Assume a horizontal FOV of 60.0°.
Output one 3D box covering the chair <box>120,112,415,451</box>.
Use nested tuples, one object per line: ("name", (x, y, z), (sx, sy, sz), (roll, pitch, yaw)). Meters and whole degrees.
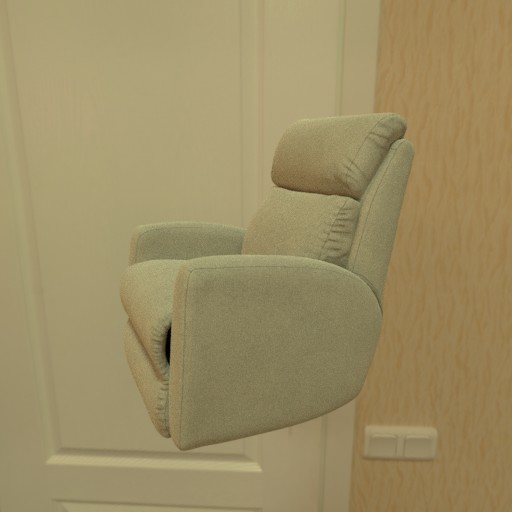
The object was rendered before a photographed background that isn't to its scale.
("chair", (0.000, 0.000, 1.664), (0.940, 1.021, 0.794), (-7, 16, -25))
